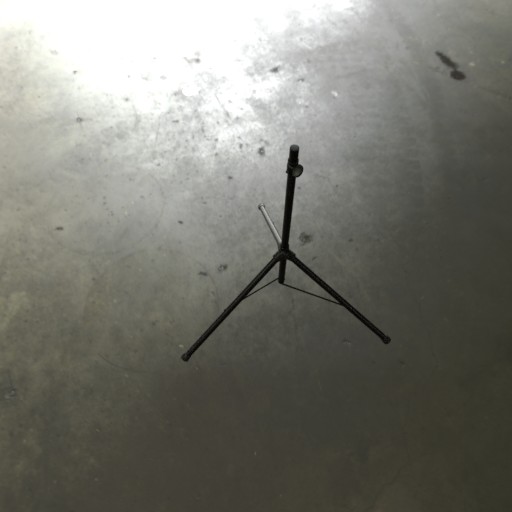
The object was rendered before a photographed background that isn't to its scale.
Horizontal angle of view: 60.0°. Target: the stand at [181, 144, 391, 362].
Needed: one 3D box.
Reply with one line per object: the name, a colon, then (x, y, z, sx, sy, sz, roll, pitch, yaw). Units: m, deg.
stand: (0.000, 0.000, 2.756, 1.339, 1.595, 1.596, -31, 63, -18)
